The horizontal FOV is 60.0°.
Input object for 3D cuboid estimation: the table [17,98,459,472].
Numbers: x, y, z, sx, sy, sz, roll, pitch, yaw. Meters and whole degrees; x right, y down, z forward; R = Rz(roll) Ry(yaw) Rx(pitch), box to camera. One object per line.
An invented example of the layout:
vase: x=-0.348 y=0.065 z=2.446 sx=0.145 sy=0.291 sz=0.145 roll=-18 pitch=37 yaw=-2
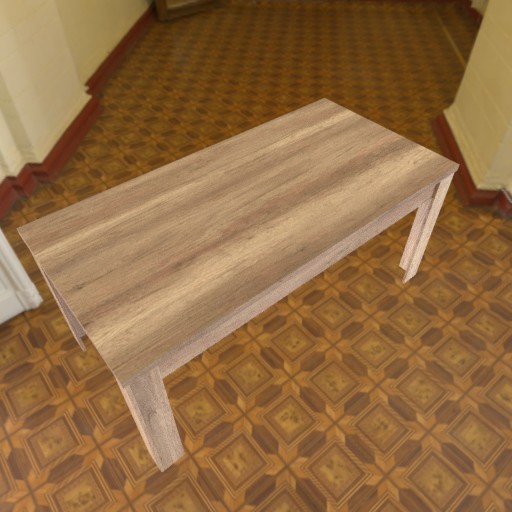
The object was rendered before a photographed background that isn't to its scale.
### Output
table: x=0.000 y=0.000 z=2.255 sx=1.800 sy=0.790 sz=0.900 roll=-31 pitch=53 yaw=-27
